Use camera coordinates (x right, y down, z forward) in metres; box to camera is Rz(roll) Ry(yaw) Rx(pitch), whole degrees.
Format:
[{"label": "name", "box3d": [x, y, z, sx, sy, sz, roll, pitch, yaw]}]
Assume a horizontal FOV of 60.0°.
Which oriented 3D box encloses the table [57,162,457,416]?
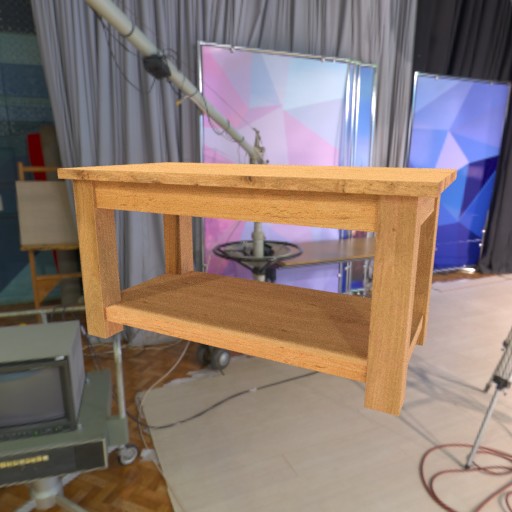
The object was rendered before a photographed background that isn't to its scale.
[{"label": "table", "box3d": [0.000, 0.000, 1.169, 0.899, 0.452, 0.450, 7, 16, 26]}]
